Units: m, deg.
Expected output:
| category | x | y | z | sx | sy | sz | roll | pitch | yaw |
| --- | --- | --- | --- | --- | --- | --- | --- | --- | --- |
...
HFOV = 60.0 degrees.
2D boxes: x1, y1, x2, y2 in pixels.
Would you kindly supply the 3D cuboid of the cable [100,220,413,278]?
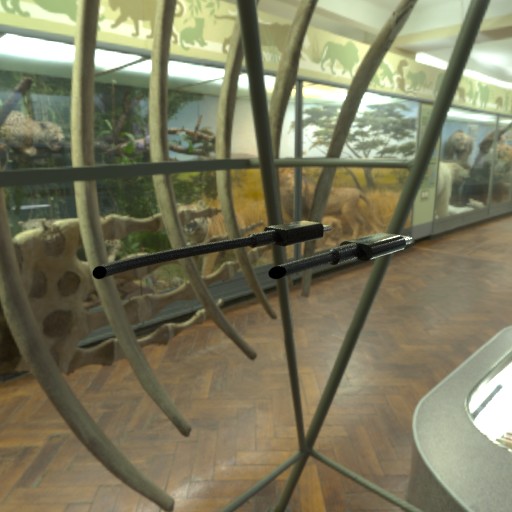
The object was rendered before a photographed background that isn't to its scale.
| category | x | y | z | sx | sy | sz | roll | pitch | yaw |
| --- | --- | --- | --- | --- | --- | --- | --- | --- | --- |
| cable | 0.000 | 0.000 | 0.116 | 0.098 | 0.006 | 0.040 | -13 | 18 | -43 |
